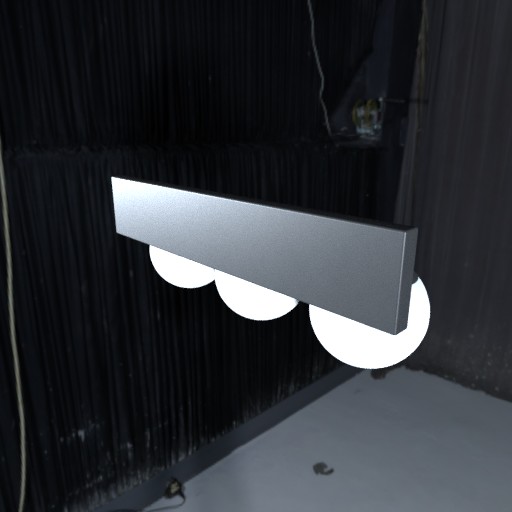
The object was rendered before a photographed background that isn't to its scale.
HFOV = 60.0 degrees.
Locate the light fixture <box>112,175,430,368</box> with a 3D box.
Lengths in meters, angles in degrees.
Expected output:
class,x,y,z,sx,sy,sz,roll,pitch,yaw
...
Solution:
class,x,y,z,sx,sy,sz,roll,pitch,yaw
light fixture,0.000,0.000,0.862,0.218,0.263,0.721,-16,23,-41
